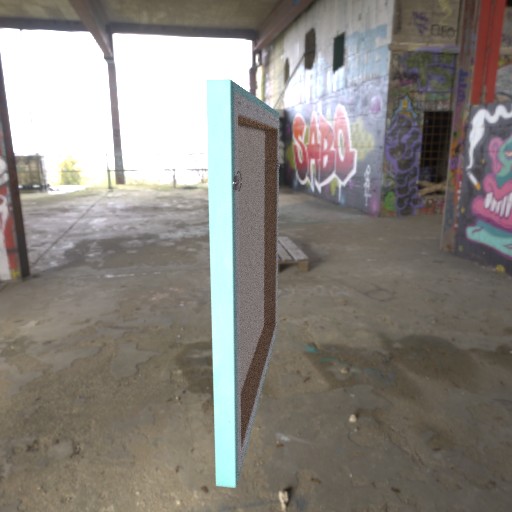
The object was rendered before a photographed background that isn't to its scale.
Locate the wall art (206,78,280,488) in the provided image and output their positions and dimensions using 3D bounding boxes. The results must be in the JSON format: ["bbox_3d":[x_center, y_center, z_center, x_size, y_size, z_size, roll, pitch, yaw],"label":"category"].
[{"bbox_3d":[0.000,0.000,1.622,0.070,1.073,1.071,2,14,8],"label":"wall art"}]
